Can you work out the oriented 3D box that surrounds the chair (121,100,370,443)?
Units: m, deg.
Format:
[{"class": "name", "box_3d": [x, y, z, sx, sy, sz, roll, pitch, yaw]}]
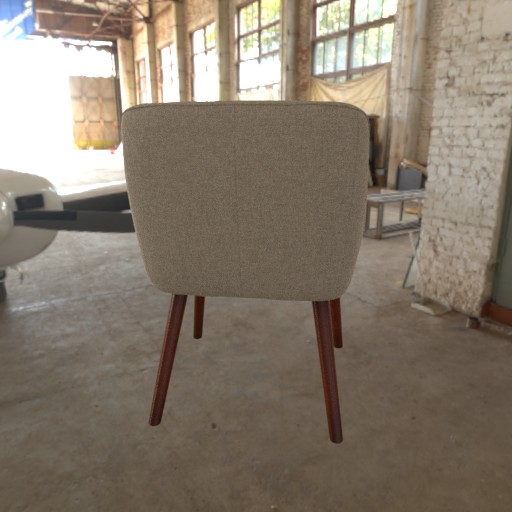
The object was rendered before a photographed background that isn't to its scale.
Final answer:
[{"class": "chair", "box_3d": [0.000, 0.000, 1.276, 0.610, 0.813, 0.610, 2, 16, 8]}]
